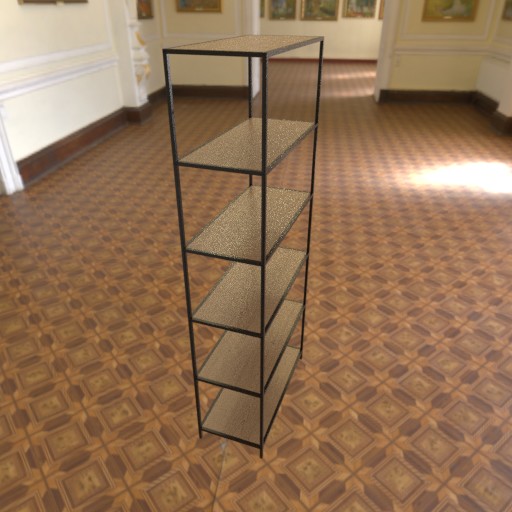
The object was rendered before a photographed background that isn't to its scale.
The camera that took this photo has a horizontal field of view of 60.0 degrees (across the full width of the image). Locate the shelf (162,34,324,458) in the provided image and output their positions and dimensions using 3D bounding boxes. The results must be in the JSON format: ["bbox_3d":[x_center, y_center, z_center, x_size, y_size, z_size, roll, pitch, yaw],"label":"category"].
[{"bbox_3d":[0.000,0.000,2.120,0.350,1.850,0.770,10,31,17],"label":"shelf"}]
